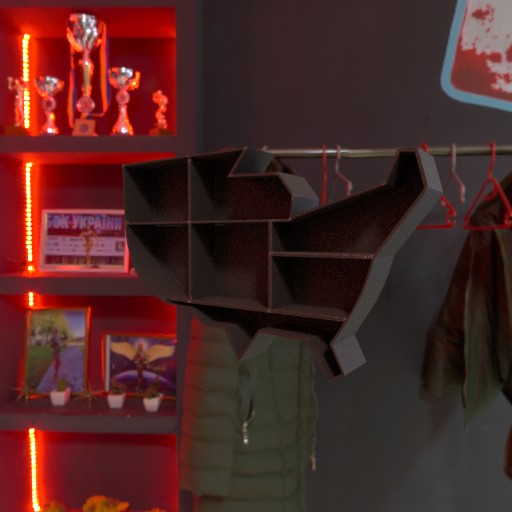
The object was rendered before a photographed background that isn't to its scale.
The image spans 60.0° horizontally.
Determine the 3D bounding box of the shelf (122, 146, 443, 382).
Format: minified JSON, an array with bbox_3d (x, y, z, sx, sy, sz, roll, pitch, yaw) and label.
[{"bbox_3d":[0.000,0.000,0.945,0.729,0.439,0.112,2,3,35],"label":"shelf"}]
